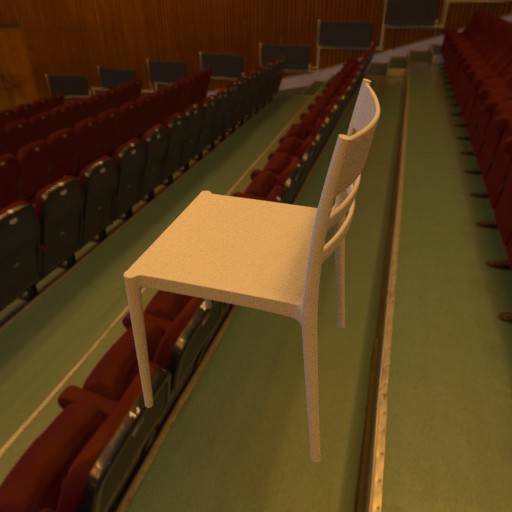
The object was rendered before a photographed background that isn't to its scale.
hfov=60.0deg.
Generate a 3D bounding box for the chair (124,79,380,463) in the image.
[{"bbox_3d":[0.000,0.000,1.140,0.511,0.800,0.531,9,34,14],"label":"chair"}]
